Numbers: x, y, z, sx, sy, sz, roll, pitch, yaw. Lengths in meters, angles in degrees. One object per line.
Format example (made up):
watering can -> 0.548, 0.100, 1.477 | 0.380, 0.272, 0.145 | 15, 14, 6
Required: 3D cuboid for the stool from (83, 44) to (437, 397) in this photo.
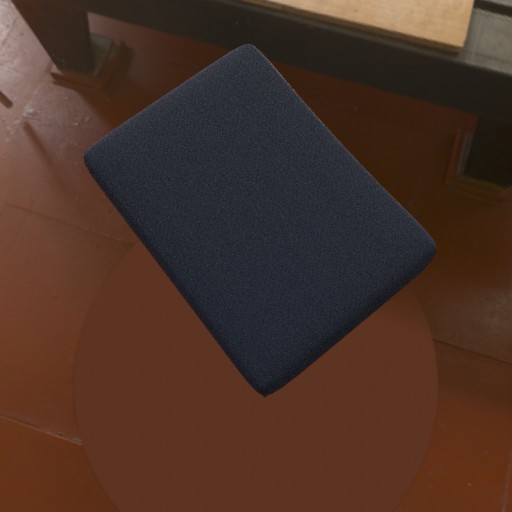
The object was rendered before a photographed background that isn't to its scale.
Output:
stool -> 0.000, 0.000, 1.031 | 0.358, 0.740, 0.498 | -37, 79, -9
